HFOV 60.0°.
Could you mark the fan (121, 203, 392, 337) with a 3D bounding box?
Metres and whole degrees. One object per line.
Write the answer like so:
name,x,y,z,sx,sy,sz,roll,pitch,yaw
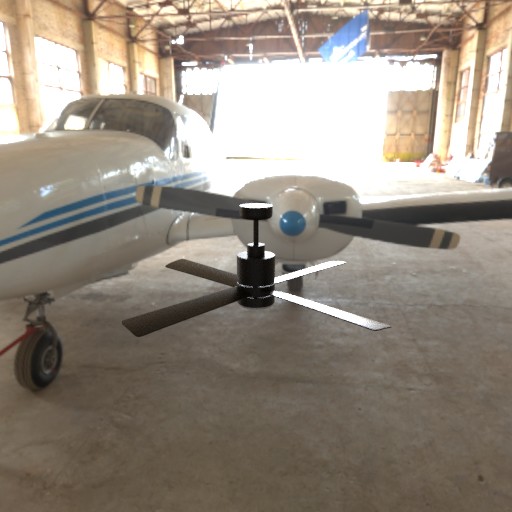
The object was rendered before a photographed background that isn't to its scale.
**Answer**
fan,0.000,0.000,2.337,1.525,0.534,1.525,-14,20,-43
